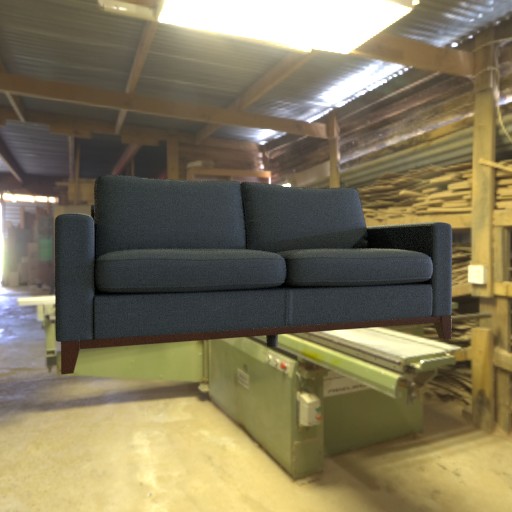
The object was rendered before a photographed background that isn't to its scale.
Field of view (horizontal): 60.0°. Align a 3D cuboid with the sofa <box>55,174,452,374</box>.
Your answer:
[{"bbox_3d":[0.000,0.000,2.357,1.900,0.865,0.877,0,1,-20],"label":"sofa"}]
